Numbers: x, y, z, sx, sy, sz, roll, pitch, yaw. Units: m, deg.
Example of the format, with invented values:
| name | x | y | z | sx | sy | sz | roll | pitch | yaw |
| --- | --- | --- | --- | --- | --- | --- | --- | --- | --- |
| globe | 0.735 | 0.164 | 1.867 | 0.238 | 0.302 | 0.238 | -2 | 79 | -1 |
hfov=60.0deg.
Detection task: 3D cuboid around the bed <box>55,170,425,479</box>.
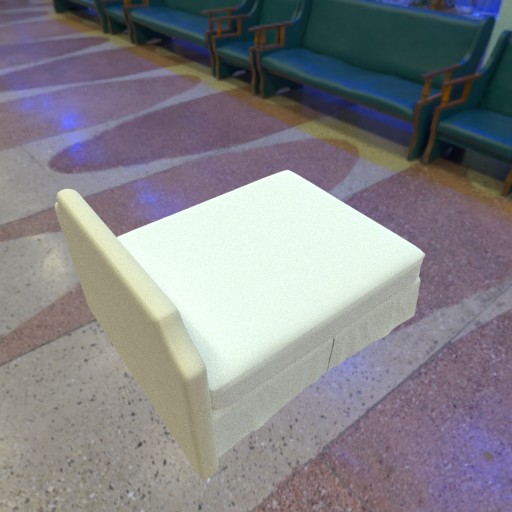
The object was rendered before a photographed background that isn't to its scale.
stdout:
| name | x | y | z | sx | sy | sz | roll | pitch | yaw |
| --- | --- | --- | --- | --- | --- | --- | --- | --- | --- |
| bed | 0.000 | 0.000 | 3.339 | 2.209 | 1.296 | 1.827 | -26 | 47 | -28 |
